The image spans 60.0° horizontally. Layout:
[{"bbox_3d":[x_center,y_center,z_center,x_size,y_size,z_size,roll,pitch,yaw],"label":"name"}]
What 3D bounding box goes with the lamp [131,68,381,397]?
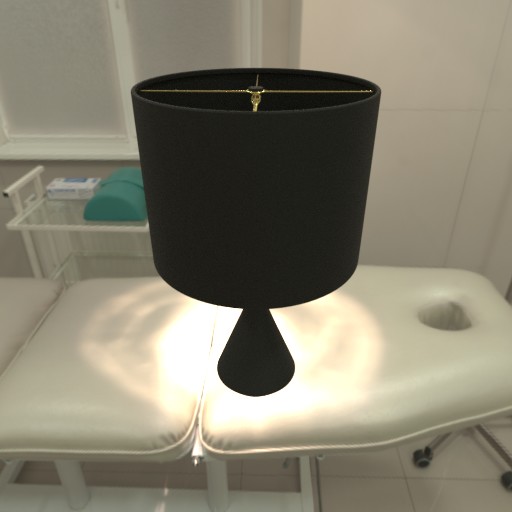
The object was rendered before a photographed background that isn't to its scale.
[{"bbox_3d":[0.000,0.000,0.799,0.359,0.584,0.359,1,30,1],"label":"lamp"}]
